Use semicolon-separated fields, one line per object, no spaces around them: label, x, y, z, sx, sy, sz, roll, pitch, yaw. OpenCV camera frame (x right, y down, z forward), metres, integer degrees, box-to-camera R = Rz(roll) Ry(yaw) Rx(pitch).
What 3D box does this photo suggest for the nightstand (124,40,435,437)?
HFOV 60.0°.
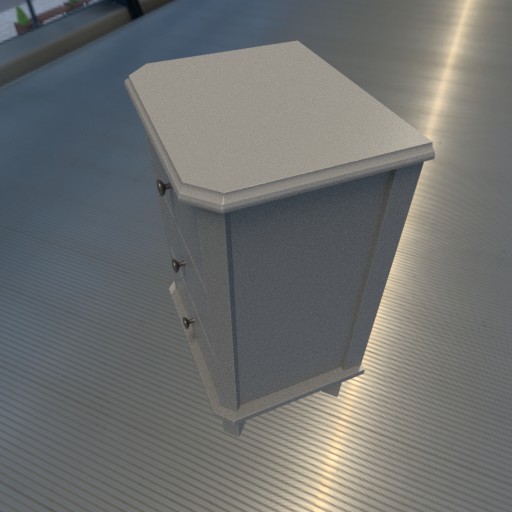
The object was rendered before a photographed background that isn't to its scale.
nightstand;0.000;0.000;0.926;0.348;0.680;0.435;-16;47;-16
